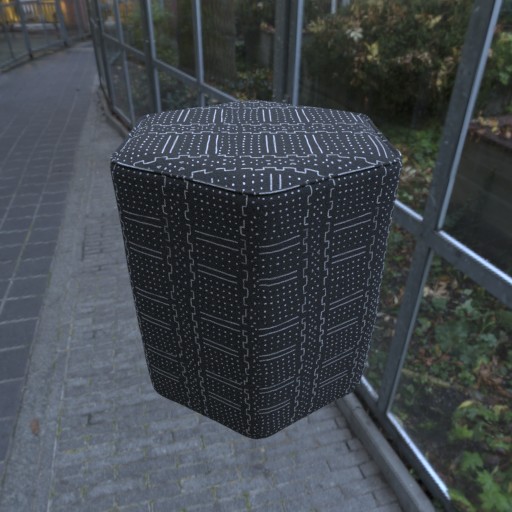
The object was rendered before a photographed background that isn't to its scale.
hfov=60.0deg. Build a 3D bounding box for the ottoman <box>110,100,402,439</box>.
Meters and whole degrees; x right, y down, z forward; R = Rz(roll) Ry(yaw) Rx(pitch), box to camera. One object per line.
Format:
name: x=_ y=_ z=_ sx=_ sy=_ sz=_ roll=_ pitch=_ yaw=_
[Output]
ottoman: x=0.000 y=0.000 z=0.869 sx=0.443 sy=0.502 sz=0.494 roll=-1 pitch=32 yaw=-1
